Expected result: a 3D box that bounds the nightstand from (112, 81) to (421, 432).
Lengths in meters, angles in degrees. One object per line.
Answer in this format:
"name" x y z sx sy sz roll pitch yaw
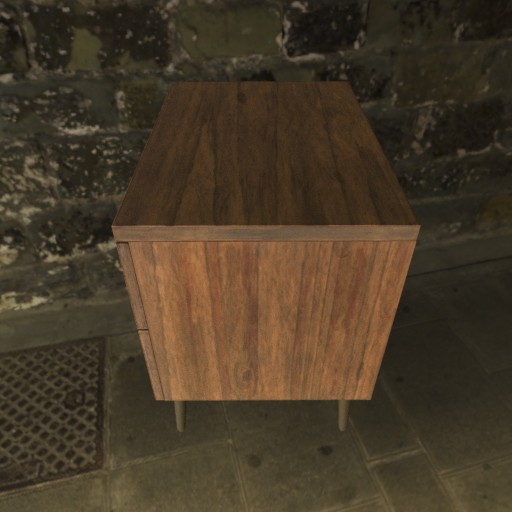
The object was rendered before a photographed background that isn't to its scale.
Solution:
"nightstand" 0.000 0.000 1.047 0.458 0.610 0.610 0 39 0
